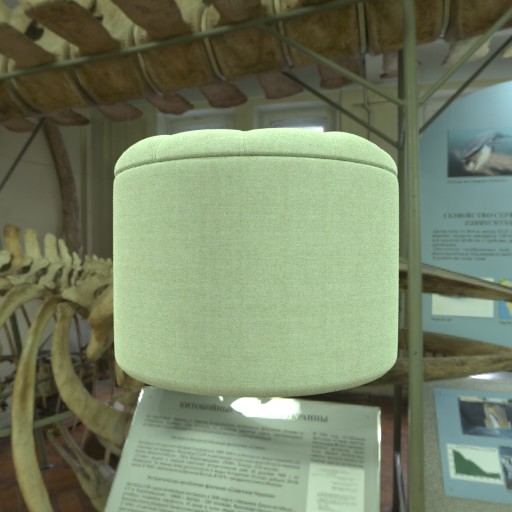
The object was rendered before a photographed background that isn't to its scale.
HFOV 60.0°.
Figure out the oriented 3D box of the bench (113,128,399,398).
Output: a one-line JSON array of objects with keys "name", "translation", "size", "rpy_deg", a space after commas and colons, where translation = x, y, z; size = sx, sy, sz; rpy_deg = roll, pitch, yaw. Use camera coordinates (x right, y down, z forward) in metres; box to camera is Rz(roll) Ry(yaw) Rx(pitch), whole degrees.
[{"name": "bench", "translation": [0.000, 0.000, 0.979], "size": [0.600, 0.453, 0.600], "rpy_deg": [0, 1, 0]}]
